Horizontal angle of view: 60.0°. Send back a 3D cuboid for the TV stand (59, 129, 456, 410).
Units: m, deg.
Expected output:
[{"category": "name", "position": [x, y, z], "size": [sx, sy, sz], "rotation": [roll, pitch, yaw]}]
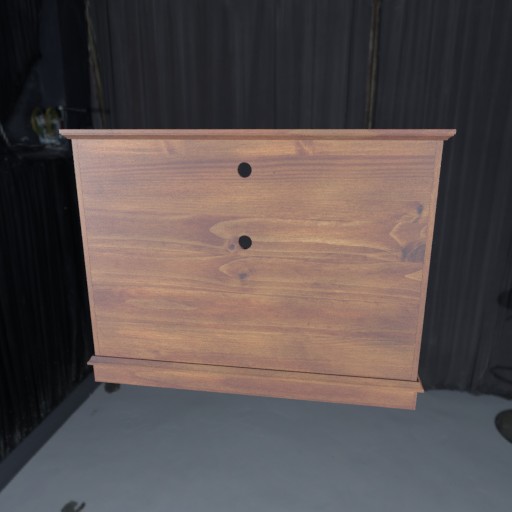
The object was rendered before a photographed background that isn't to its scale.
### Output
[{"category": "TV stand", "position": [0.000, 0.000, 1.481], "size": [1.067, 0.813, 0.406], "rotation": [2, 16, 8]}]
